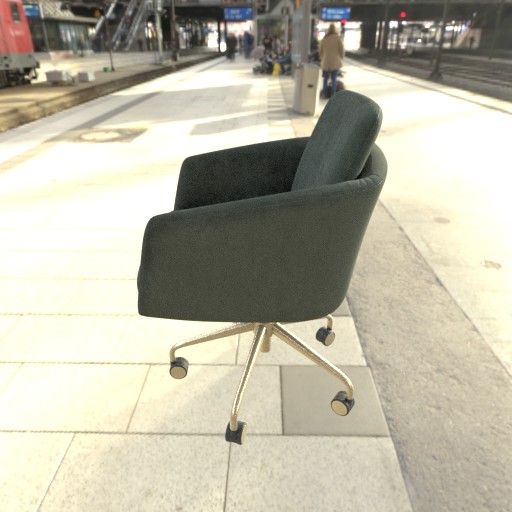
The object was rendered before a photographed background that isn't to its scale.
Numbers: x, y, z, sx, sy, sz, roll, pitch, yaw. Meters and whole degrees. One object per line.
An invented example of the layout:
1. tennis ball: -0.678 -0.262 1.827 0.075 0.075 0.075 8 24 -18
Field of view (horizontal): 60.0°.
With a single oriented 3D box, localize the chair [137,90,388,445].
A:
1. chair: 0.000 0.000 1.330 0.635 0.908 0.641 0 26 -1
